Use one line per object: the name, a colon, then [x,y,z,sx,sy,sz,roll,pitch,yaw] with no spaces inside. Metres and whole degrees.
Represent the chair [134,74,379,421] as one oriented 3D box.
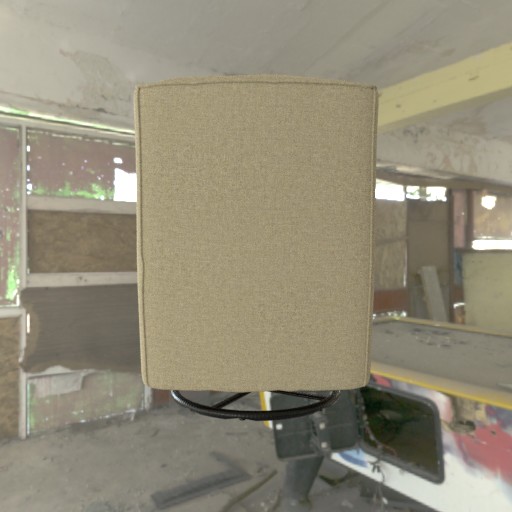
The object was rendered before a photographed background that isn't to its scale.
chair: [0.000,0.000,1.587,0.732,0.993,0.879,0,0,0]
